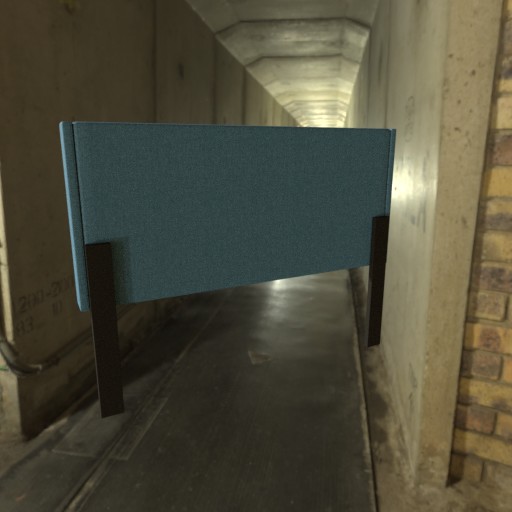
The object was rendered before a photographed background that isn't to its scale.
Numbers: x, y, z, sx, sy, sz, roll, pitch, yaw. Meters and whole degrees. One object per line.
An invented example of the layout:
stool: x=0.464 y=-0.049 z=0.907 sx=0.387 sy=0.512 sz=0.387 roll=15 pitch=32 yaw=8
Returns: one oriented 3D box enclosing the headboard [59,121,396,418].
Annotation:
headboard: x=0.000 y=0.000 z=2.705 sx=2.051 sy=1.524 sz=0.184 roll=-7 pitch=16 yaw=-27
